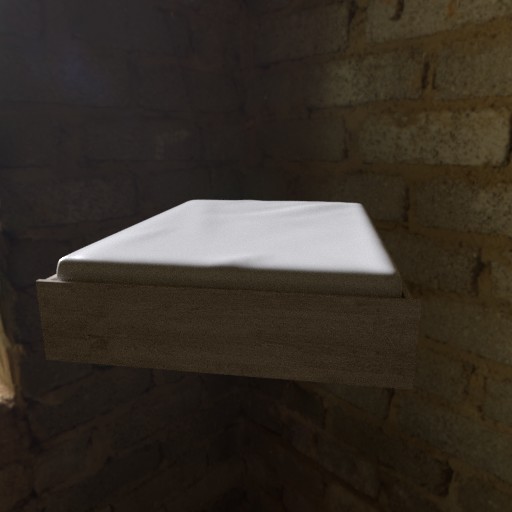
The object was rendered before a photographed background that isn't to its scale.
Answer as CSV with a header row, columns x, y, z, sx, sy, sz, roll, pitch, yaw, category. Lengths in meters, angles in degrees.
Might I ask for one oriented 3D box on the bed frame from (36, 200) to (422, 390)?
x,y,z,sx,sy,sz,roll,pitch,yaw,category
0.000,0.000,2.636,1.490,0.462,1.950,2,15,9,bed frame
